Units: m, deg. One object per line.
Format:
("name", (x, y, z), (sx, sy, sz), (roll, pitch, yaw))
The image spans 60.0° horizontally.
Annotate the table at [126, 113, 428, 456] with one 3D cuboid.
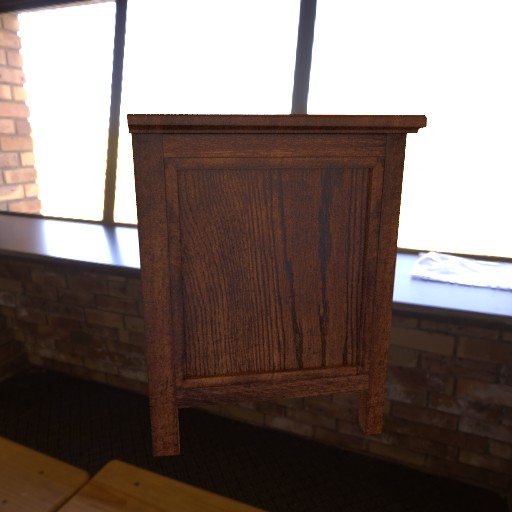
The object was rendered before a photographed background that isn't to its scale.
("table", (0.000, 0.000, 1.018), (0.461, 0.597, 0.586), (-2, 15, -8))
